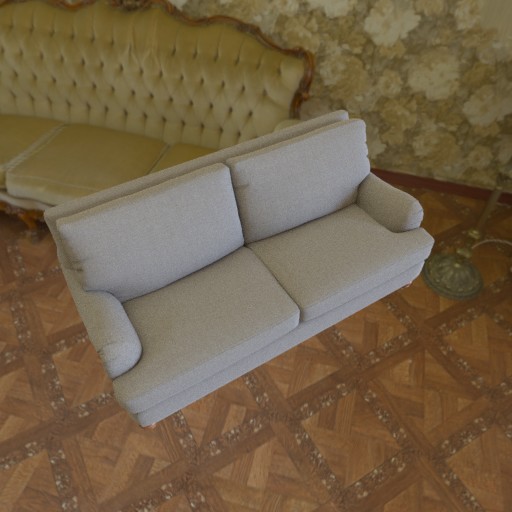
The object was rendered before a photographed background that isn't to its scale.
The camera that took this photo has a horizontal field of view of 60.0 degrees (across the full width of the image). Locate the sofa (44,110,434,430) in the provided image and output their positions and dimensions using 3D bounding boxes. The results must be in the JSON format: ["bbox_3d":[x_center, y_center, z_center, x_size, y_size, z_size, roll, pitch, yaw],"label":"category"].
[{"bbox_3d":[0.000,0.000,2.806,2.160,1.054,1.087,-24,52,-21],"label":"sofa"}]
